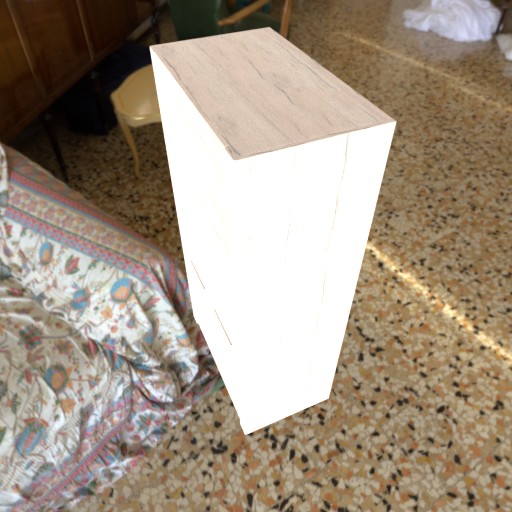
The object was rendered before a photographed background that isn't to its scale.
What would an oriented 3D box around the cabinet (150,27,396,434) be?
[{"bbox_3d":[0.000,0.000,2.380,0.580,1.930,0.980,-18,48,-17],"label":"cabinet"}]
